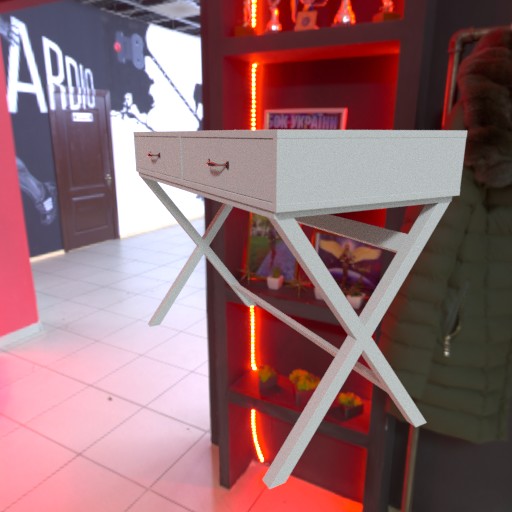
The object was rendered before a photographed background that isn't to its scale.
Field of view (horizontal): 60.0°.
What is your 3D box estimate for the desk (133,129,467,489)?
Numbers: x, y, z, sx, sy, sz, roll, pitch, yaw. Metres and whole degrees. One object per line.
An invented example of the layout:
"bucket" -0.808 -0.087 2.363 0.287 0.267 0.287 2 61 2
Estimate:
"desk" 0.000 0.000 1.441 0.525 0.780 1.057 -8 17 -27
